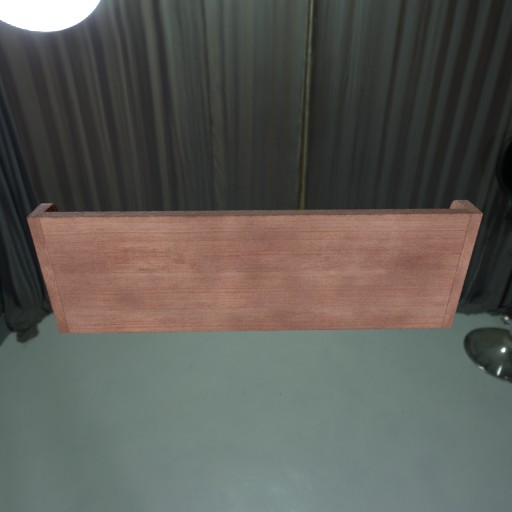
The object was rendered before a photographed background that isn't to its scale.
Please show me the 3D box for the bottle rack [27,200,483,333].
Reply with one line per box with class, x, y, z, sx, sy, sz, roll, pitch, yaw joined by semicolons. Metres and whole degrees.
bottle rack;0.000;0.000;0.694;0.608;0.196;0.126;-1;30;-1
